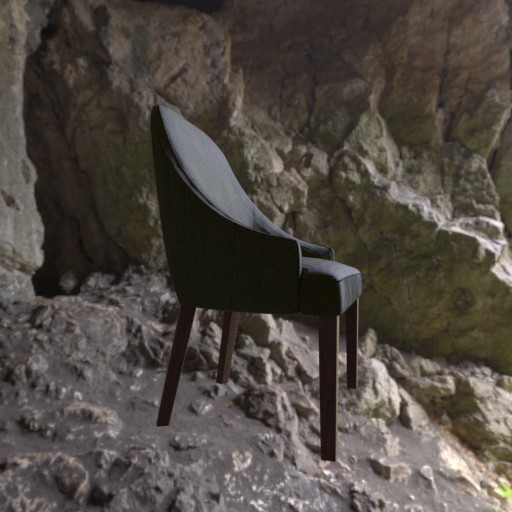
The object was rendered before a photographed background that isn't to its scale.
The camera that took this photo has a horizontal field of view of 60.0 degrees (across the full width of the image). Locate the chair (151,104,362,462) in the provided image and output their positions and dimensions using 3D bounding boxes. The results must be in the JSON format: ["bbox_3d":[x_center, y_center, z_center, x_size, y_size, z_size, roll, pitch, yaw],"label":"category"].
[{"bbox_3d":[0.000,0.000,1.316,0.575,0.889,0.643,0,-1,17],"label":"chair"}]
